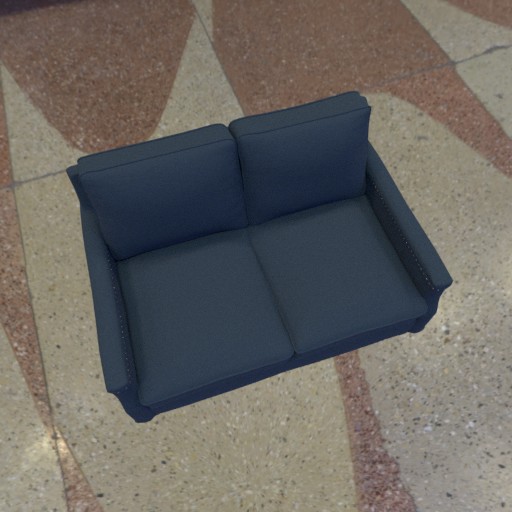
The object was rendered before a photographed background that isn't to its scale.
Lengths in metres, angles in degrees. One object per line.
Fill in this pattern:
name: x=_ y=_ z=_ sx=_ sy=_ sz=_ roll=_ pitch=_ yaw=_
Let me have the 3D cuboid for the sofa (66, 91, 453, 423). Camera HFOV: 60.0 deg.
sofa: x=0.000 y=0.000 z=2.216 sx=1.597 sy=1.003 sz=1.084 roll=-16 pitch=64 yaw=-8
